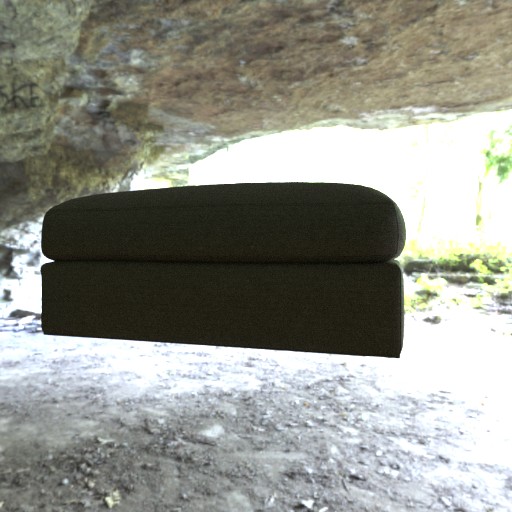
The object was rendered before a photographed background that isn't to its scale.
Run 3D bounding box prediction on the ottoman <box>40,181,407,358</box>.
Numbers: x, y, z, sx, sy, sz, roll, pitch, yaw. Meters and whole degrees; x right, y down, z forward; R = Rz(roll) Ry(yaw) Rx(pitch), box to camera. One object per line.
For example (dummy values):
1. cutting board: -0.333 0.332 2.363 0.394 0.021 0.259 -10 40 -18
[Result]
1. ottoman: 0.000 0.000 1.636 1.041 0.470 1.041 0 0 18
